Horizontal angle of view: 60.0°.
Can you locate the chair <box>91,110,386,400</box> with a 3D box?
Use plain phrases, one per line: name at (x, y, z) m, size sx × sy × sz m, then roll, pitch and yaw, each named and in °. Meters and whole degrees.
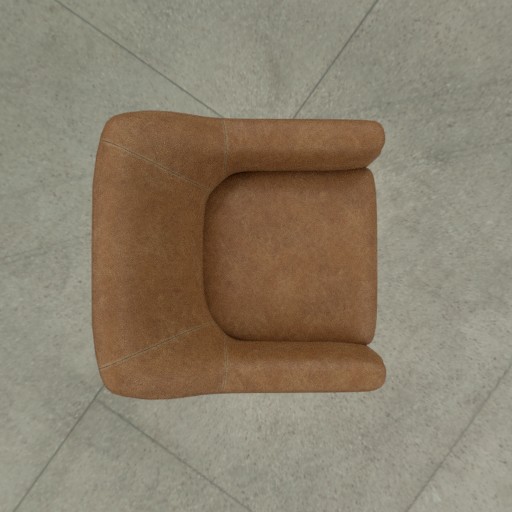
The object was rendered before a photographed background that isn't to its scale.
chair at (0.000, 0.000, 1.841) m, size 1.034 × 0.980 × 1.037 m, roll 0°, pitch 89°, yaw 1°
